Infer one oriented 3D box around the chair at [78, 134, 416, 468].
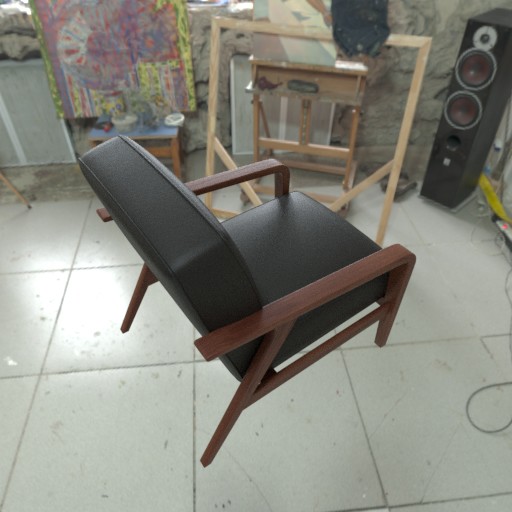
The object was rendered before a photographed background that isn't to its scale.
[{"bbox_3d":[0.000,0.000,1.523,0.889,0.861,0.719,-26,48,-25],"label":"chair"}]
